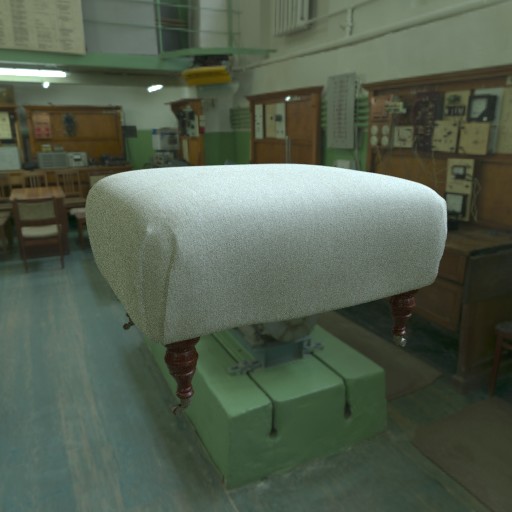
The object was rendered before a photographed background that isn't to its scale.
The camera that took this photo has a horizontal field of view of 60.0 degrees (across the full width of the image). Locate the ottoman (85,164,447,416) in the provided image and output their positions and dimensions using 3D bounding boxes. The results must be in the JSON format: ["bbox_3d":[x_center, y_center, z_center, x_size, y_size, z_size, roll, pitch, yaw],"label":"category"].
[{"bbox_3d":[0.000,0.000,1.129,0.747,0.450,0.622,-8,18,-27],"label":"ottoman"}]
